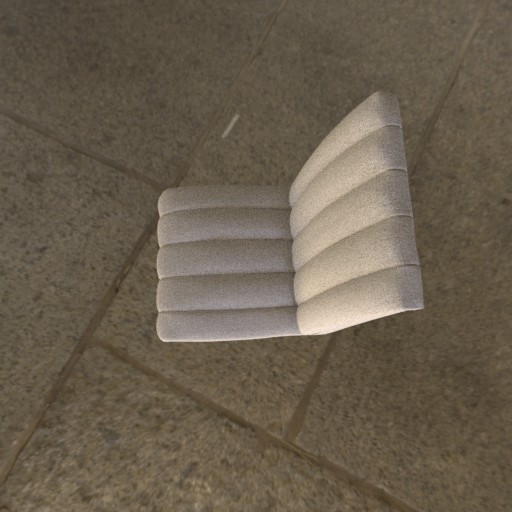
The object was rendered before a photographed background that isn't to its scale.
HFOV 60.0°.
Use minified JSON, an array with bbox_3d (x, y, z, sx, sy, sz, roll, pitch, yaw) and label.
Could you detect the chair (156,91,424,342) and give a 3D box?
[{"bbox_3d":[0.000,0.000,1.386,0.647,1.016,0.511,-2,76,-1],"label":"chair"}]
